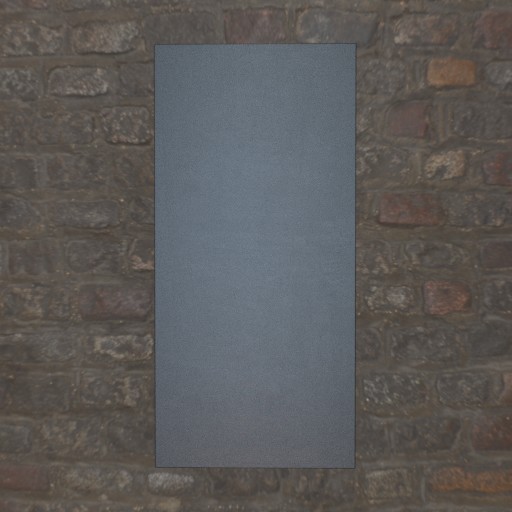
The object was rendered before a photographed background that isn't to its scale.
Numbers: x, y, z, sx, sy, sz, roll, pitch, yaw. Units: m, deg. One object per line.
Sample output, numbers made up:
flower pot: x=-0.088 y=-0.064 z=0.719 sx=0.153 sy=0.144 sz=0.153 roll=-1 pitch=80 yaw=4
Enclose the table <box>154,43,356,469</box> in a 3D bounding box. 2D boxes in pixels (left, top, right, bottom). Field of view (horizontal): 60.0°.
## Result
table: x=0.000 y=0.000 z=1.288 sx=0.483 sy=0.457 sz=1.016 roll=0 pitch=91 yaw=1
